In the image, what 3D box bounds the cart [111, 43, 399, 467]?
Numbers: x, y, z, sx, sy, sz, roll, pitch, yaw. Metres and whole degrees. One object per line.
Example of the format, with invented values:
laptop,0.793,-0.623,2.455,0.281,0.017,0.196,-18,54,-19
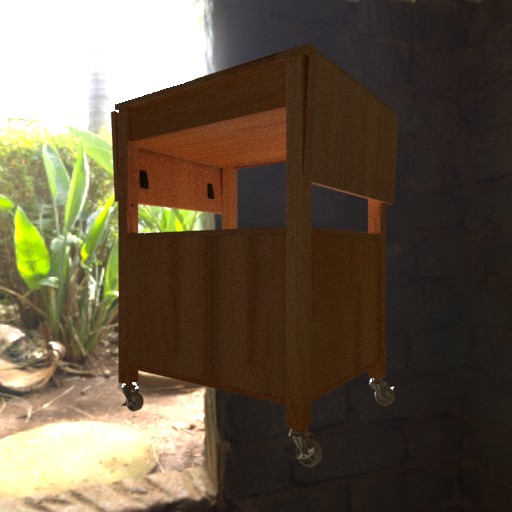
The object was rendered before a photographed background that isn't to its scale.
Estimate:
cart,0.000,0.000,1.245,0.640,0.838,0.508,0,0,36
